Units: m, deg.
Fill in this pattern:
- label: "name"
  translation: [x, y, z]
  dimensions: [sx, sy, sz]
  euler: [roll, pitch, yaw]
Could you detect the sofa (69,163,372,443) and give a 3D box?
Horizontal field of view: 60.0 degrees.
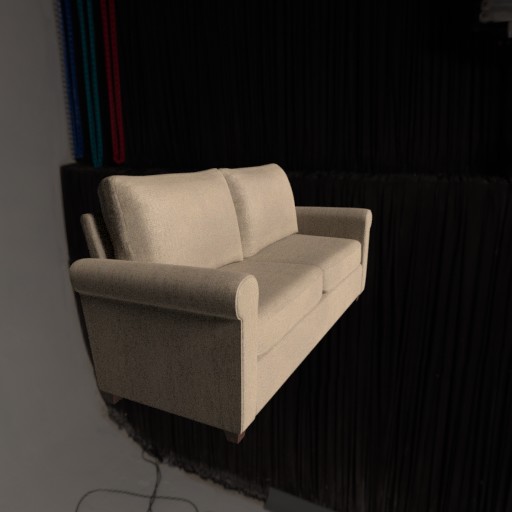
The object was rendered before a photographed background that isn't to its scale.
- label: "sofa"
  translation: [0.000, 0.000, 2.443]
  dimensions: [0.842, 0.942, 1.935]
  euler: [7, 15, 26]
